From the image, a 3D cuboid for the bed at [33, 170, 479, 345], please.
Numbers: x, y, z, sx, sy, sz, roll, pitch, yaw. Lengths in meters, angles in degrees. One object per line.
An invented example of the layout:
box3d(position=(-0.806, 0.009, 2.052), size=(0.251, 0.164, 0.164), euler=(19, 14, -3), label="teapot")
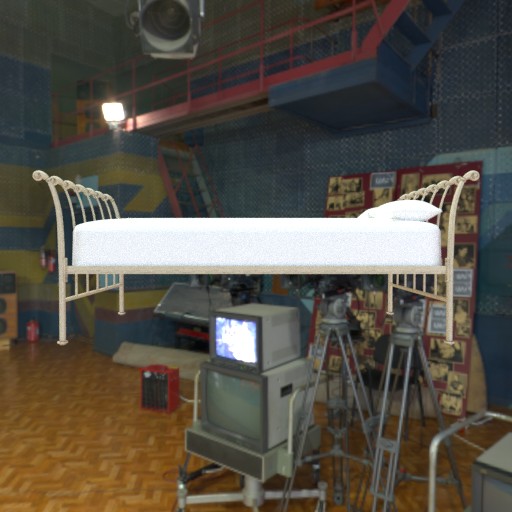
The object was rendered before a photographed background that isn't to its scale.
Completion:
box3d(position=(0.000, 0.000, 2.711), size=(2.228, 0.873, 1.032), euler=(0, 1, 0), label="bed")
